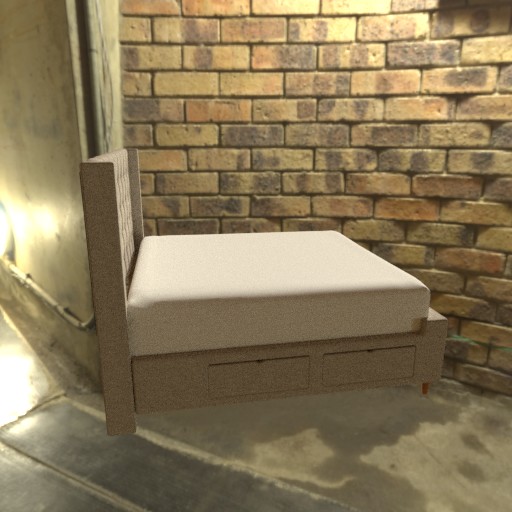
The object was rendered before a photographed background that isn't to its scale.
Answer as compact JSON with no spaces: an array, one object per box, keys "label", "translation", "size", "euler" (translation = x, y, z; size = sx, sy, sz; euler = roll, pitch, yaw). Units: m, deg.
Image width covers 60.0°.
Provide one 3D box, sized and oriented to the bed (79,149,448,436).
[{"label":"bed","translation":[0.000,0.000,3.795],"size":[2.372,1.748,2.044],"euler":[-3,16,-10]}]
